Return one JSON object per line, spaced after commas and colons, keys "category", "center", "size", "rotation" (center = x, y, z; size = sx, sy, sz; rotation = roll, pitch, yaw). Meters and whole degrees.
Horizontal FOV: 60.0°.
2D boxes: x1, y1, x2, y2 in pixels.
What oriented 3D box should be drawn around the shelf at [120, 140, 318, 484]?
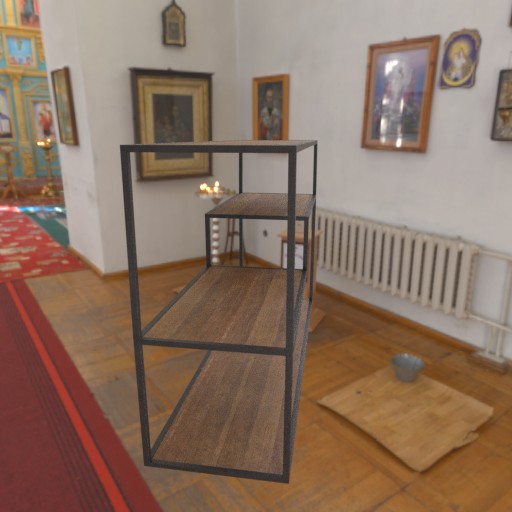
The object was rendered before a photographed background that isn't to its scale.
{"category": "shelf", "center": [0.000, 0.000, 1.531], "size": [0.361, 0.765, 1.201], "rotation": [3, 15, 9]}
